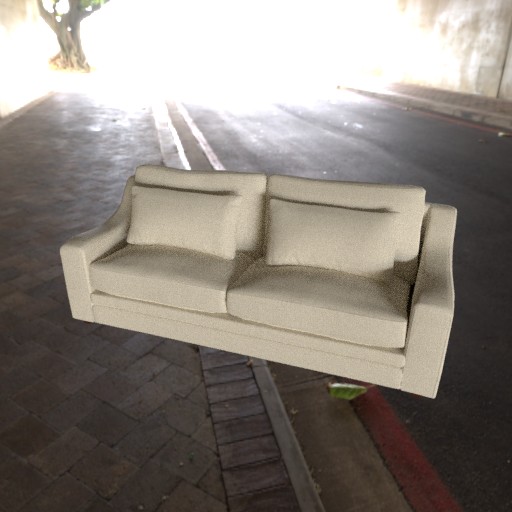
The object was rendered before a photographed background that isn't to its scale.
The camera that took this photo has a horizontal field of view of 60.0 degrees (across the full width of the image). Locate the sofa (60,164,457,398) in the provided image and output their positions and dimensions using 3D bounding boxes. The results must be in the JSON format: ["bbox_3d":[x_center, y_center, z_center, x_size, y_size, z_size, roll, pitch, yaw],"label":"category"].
[{"bbox_3d":[0.000,0.000,3.027,2.470,1.022,1.009,9,27,17],"label":"sofa"}]
